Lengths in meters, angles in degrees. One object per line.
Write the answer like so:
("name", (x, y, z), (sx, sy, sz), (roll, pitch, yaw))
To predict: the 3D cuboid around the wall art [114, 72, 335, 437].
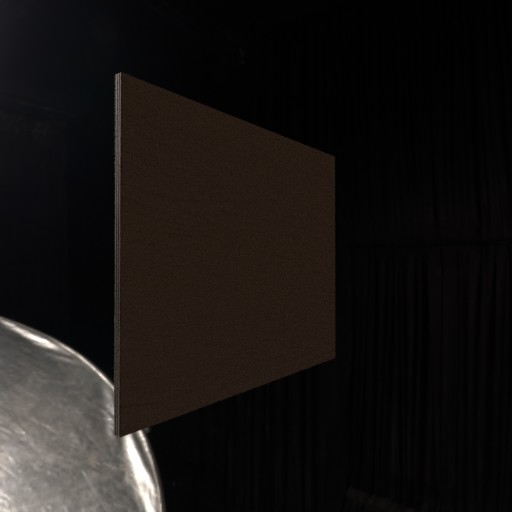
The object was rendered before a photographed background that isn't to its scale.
("wall art", (0.000, 0.000, 0.698), (0.013, 0.406, 0.508), (0, -1, 38))
